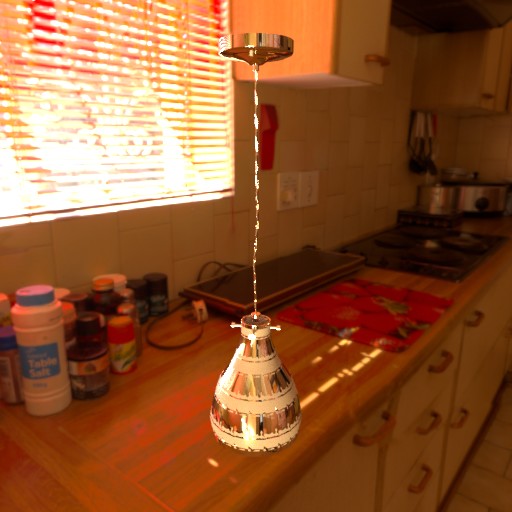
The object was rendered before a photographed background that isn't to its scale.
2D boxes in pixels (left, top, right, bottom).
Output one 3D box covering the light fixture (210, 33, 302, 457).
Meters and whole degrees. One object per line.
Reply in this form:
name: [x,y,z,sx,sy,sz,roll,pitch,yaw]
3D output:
light fixture: [0.000,0.000,1.642,0.374,1.457,0.374,2,15,9]
